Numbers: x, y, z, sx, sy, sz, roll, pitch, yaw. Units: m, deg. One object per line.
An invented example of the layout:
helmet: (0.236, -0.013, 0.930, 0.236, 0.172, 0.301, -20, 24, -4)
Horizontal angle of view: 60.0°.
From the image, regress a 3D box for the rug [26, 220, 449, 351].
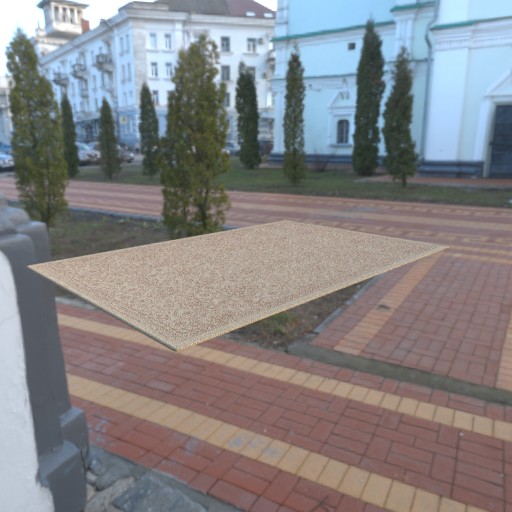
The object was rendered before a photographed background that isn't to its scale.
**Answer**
rug: (0.000, 0.000, 2.271, 1.829, 0.010, 1.219, -14, 20, -43)
